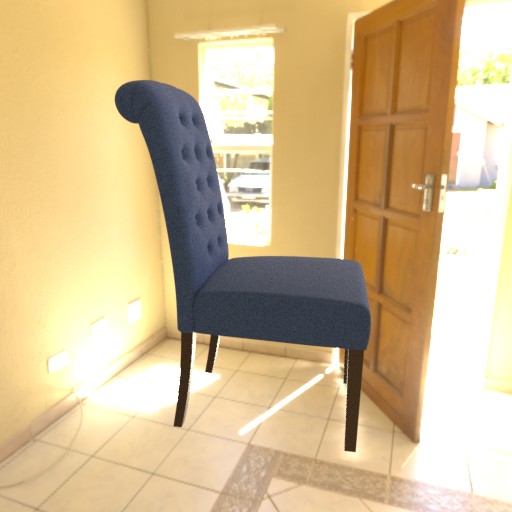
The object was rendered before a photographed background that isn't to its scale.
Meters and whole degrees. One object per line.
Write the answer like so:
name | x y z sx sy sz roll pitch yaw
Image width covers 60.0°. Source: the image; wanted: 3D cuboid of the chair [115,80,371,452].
chair | 0.000 0.000 1.364 0.671 1.006 0.456 3 14 10
